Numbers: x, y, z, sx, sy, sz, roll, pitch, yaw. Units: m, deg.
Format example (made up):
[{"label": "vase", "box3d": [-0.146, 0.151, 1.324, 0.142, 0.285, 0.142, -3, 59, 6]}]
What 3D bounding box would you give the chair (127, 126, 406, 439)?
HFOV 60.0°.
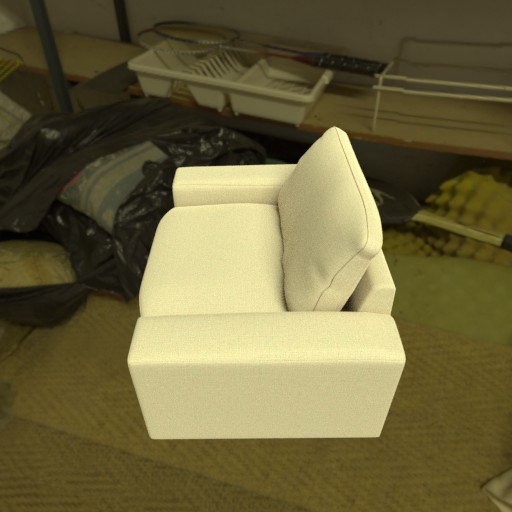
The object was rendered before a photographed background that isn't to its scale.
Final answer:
[{"label": "chair", "box3d": [0.000, 0.000, 2.134, 1.039, 0.915, 1.398, 0, 40, 0]}]
